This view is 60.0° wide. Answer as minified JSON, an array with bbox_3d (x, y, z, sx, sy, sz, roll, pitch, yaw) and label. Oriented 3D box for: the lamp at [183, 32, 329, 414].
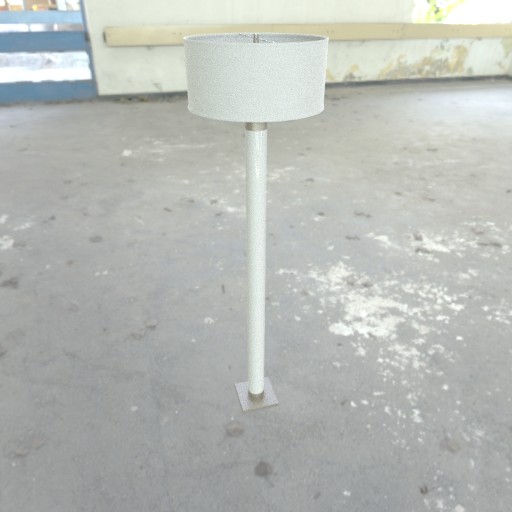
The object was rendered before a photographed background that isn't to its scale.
[{"bbox_3d":[0.000,0.000,1.644,0.420,1.475,0.420,-8,31,-13],"label":"lamp"}]
